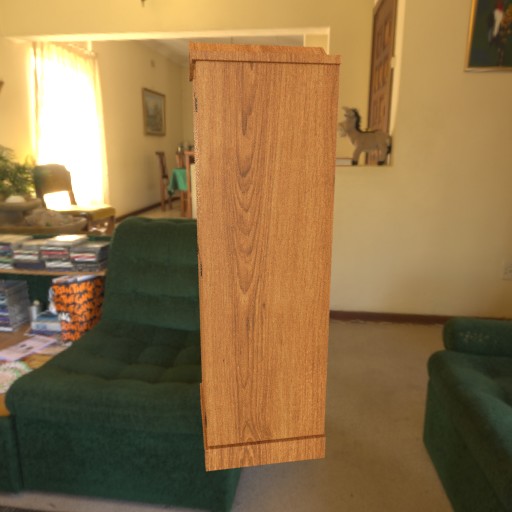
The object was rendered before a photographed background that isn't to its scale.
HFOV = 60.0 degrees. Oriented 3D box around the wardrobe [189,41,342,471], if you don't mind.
[{"bbox_3d":[0.000,0.000,2.134,0.570,1.870,0.590,-2,14,-9],"label":"wardrobe"}]
